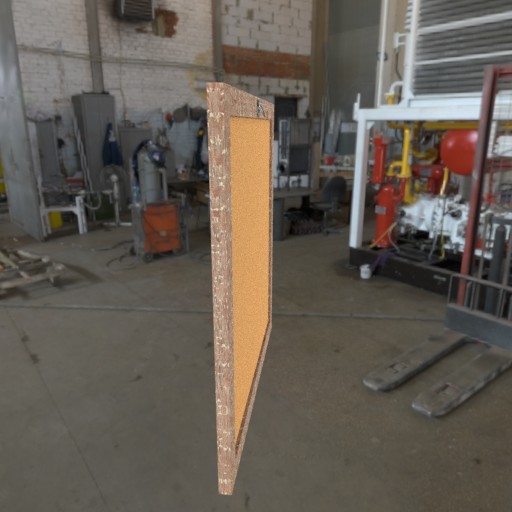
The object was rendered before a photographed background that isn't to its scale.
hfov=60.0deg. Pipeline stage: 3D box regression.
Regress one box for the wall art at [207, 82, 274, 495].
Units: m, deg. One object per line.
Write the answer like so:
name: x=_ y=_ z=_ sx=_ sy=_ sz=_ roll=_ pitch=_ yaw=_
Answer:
wall art: x=0.000 y=0.000 z=0.564 sx=0.022 sy=0.380 sz=0.380 roll=2 pitch=17 yaw=8
